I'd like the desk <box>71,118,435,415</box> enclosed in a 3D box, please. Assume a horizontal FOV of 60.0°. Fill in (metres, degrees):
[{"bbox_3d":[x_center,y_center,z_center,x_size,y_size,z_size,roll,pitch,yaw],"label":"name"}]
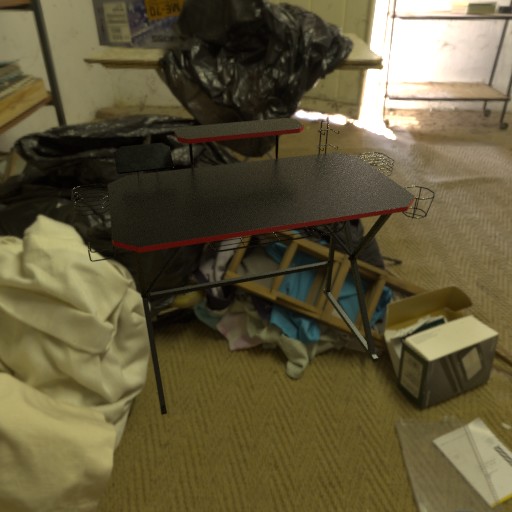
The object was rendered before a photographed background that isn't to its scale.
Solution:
[{"bbox_3d":[0.000,0.000,1.773,1.280,0.913,0.588,-10,34,-14],"label":"desk"}]
